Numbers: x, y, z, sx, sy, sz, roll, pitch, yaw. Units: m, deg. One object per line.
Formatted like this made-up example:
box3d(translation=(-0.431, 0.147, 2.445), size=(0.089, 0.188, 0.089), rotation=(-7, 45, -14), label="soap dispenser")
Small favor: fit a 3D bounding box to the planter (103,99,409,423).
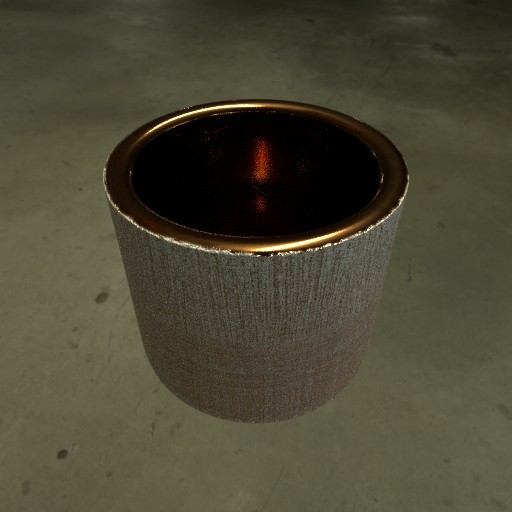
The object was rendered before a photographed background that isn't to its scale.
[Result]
box3d(translation=(0.000, 0.000, 0.311), size=(0.177, 0.157, 0.177), rotation=(0, 41, 0), label="planter")
